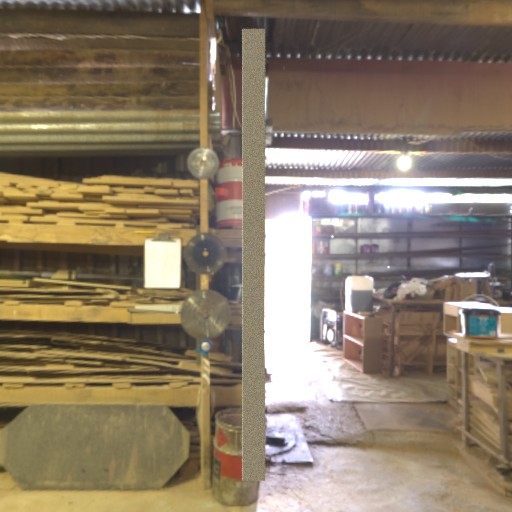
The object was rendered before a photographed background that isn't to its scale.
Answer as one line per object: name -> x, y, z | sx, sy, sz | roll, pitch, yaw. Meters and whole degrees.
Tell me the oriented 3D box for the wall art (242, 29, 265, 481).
wall art -> 0.000, 0.000, 1.128 | 0.038, 0.761, 0.763 | 0, -1, 1
